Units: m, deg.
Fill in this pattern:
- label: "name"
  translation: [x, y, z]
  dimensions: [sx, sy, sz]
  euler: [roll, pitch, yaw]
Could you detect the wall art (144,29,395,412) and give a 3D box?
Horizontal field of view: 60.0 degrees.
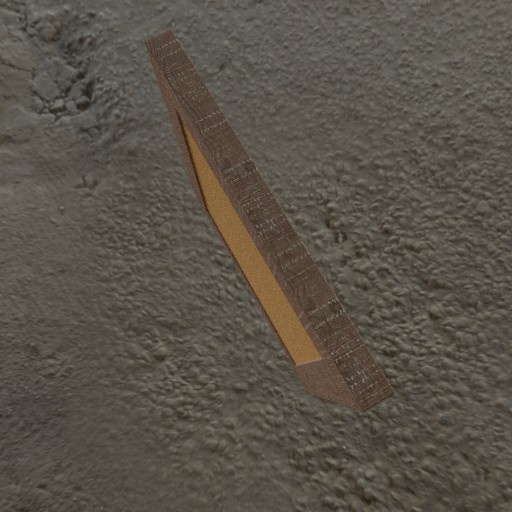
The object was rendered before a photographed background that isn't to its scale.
- label: "wall art"
  translation: [0.000, 0.000, 0.783]
  dimensions: [0.040, 0.531, 0.531]
  euler: [-29, 77, -7]
